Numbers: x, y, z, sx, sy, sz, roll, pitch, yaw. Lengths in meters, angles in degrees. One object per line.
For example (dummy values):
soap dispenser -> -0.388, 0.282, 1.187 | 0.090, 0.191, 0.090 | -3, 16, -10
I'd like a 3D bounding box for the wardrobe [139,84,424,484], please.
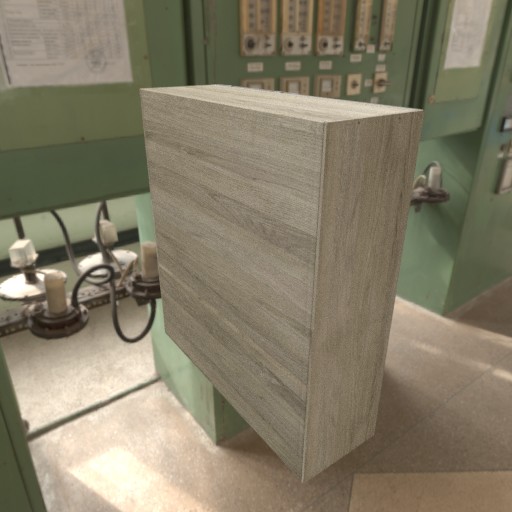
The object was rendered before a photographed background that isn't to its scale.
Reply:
wardrobe -> 0.000, 0.000, 2.874 | 0.629, 1.960, 1.780 | -17, 30, -32
